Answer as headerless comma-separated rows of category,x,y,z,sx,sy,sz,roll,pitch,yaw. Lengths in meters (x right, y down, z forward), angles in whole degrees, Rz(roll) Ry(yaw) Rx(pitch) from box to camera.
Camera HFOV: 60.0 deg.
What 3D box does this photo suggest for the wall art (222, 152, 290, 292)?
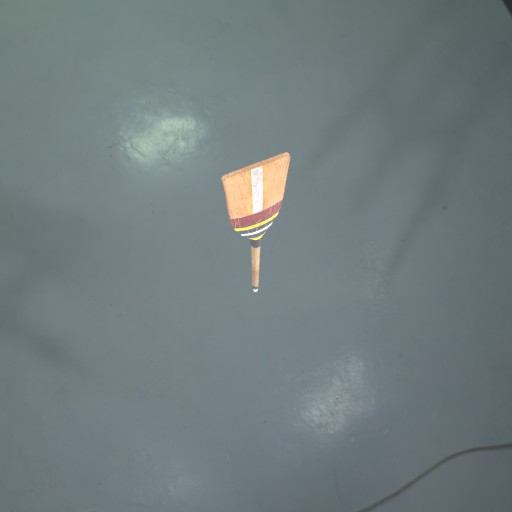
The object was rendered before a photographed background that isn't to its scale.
wall art,0.000,0.000,1.639,0.146,1.556,0.038,-22,78,-5
